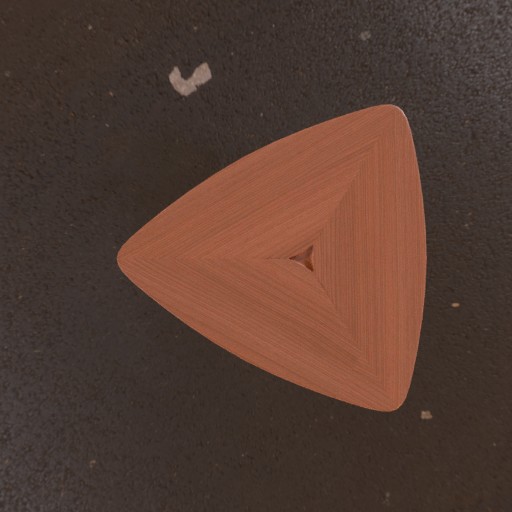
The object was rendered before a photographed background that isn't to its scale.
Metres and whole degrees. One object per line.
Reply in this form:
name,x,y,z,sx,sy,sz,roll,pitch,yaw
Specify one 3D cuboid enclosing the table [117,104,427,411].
table,0.000,0.000,0.892,0.455,0.564,0.442,0,91,-2
